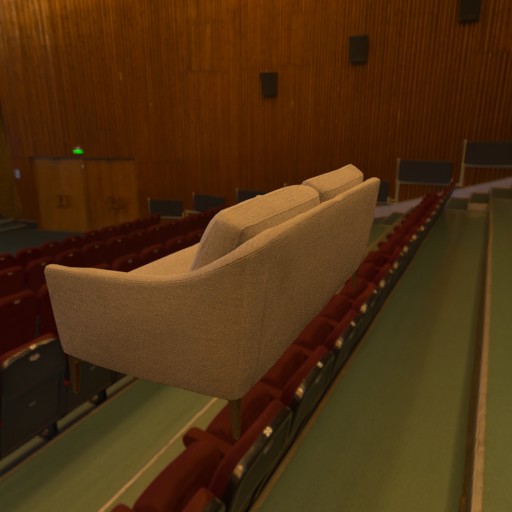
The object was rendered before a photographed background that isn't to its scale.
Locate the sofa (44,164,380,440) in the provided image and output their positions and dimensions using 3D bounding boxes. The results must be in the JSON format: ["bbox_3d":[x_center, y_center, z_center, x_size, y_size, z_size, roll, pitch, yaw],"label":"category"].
[{"bbox_3d":[0.000,0.000,2.534,0.980,0.913,2.036,8,19,25],"label":"sofa"}]
